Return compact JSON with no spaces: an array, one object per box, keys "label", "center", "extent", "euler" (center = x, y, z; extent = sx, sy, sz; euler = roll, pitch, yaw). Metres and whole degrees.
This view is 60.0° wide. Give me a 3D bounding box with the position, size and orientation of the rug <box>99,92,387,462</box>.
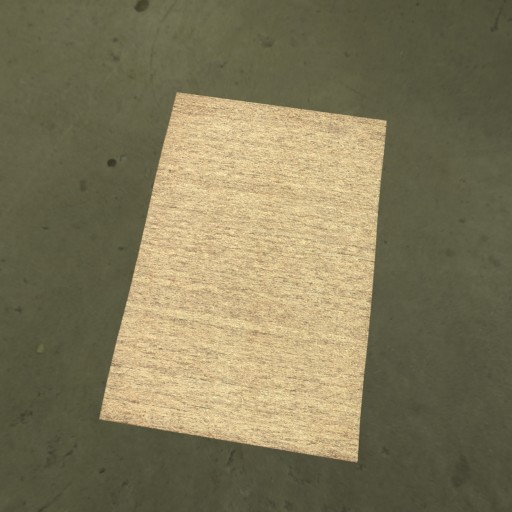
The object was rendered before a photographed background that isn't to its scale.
[{"label":"rug","center":[0.000,0.000,2.913],"extent":[1.547,0.013,2.283],"euler":[9,74,2]}]
